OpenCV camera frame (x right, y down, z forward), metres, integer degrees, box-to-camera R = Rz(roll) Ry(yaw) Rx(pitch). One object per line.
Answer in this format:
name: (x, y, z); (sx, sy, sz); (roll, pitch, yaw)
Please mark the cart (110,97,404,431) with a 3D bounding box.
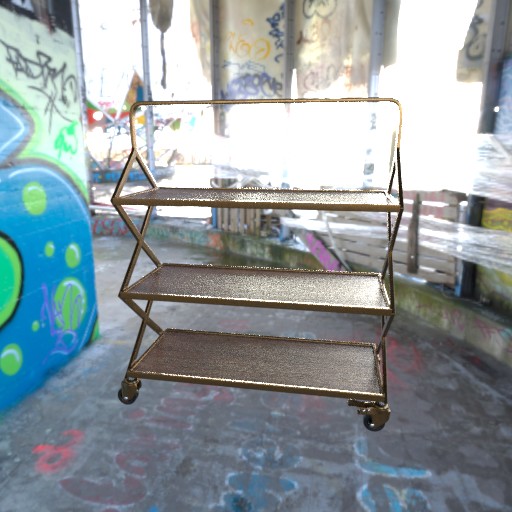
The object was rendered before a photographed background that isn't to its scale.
cart: (0.000, 0.000, 1.204); (0.723, 0.805, 0.313); (3, 15, 10)
